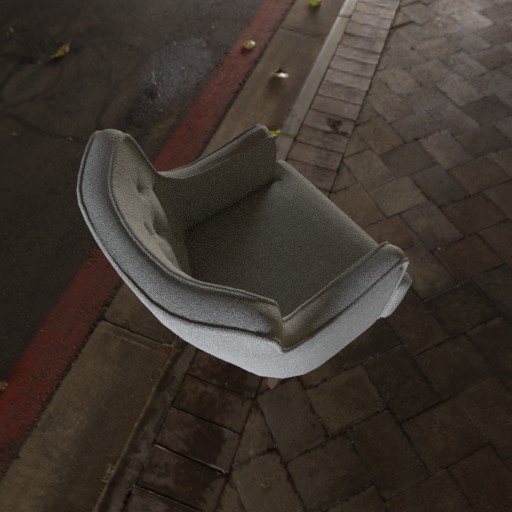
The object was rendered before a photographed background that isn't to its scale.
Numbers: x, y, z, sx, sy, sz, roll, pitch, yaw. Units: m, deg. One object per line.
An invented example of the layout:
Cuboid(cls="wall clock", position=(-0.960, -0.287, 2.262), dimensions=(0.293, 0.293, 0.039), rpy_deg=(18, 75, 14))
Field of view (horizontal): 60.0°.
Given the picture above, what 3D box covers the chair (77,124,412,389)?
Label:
Cuboid(cls="chair", position=(0.000, 0.000, 1.558), dimensions=(0.910, 0.920, 0.820), rpy_deg=(-33, 63, -19))
